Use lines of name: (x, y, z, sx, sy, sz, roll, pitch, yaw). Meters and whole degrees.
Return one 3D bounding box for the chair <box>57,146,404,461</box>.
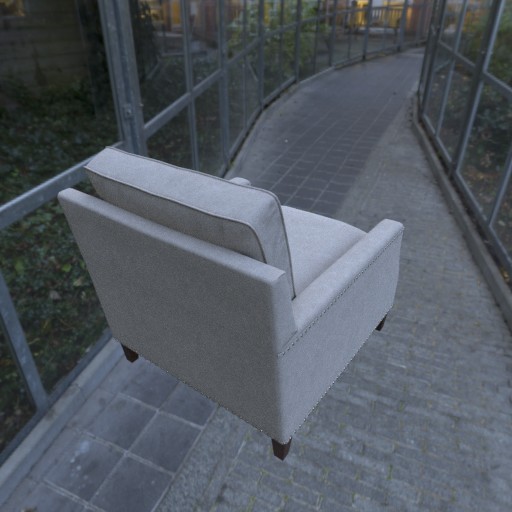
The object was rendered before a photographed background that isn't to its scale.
chair: (0.000, 0.000, 1.716, 0.853, 0.943, 1.014, 21, 37, 30)
